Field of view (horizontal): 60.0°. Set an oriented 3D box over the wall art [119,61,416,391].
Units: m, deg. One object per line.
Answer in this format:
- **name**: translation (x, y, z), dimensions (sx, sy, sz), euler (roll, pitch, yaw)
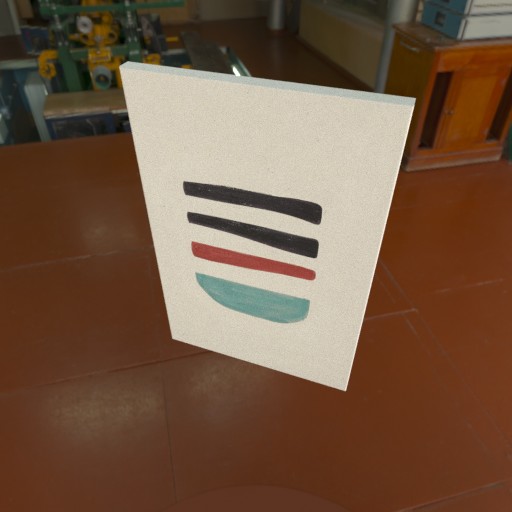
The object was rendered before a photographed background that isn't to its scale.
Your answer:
- **wall art**: translation (0.000, 0.000, 1.173), dimensions (0.607, 0.912, 0.038), euler (13, 43, 15)
